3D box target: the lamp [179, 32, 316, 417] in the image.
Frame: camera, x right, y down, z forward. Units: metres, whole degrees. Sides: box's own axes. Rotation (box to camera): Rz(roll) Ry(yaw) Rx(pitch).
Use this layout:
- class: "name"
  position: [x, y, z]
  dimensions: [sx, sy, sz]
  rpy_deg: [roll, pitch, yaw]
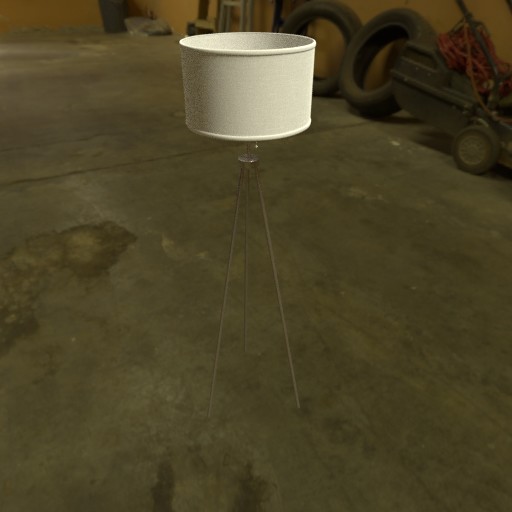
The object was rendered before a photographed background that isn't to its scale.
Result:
- class: "lamp"
  position: [0.000, 0.000, 1.753]
  dimensions: [0.458, 1.545, 0.448]
  rpy_deg: [10, 34, 15]
